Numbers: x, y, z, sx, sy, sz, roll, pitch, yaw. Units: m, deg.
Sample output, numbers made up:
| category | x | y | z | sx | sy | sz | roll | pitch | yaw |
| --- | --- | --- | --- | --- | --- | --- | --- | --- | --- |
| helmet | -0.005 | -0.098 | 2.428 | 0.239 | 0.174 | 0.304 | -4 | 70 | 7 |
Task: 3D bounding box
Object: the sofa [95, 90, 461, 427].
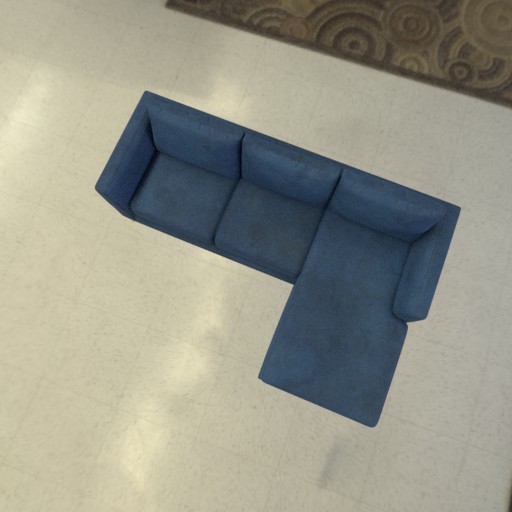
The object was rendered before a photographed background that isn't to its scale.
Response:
| category | x | y | z | sx | sy | sz | roll | pitch | yaw |
| --- | --- | --- | --- | --- | --- | --- | --- | --- | --- |
| sofa | 0.000 | 0.000 | 3.252 | 2.438 | 0.987 | 1.622 | 22 | 78 | 5 |
